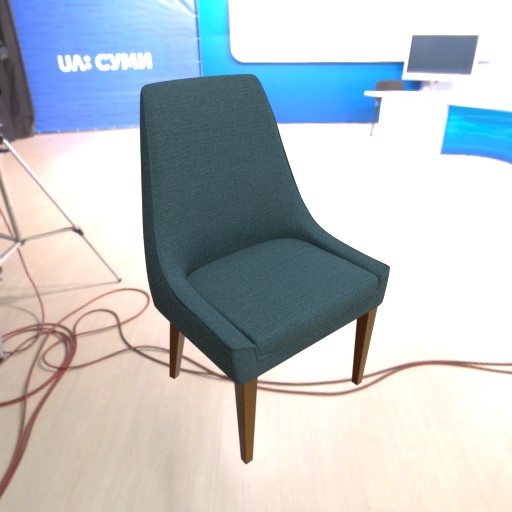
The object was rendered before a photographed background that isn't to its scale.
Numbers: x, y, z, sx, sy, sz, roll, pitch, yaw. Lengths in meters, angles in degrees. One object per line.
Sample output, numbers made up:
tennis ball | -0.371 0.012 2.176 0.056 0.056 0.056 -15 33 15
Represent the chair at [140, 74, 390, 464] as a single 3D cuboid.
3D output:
chair | 0.000 0.000 1.207 0.529 0.861 0.544 -21 36 -33
